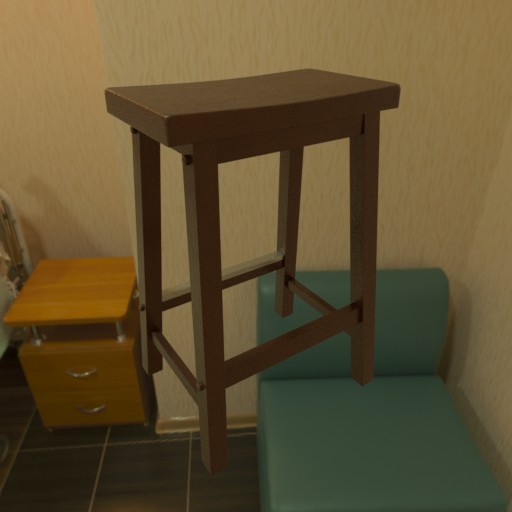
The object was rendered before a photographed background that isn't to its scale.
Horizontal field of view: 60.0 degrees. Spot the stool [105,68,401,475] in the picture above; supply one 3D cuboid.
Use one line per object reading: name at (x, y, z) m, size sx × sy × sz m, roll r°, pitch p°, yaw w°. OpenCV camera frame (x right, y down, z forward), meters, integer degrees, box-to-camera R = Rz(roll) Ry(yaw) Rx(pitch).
stool at (0.000, 0.000, 0.839) m, size 0.406 × 0.610 × 0.322 m, roll -19°, pitch 35°, yaw -29°
